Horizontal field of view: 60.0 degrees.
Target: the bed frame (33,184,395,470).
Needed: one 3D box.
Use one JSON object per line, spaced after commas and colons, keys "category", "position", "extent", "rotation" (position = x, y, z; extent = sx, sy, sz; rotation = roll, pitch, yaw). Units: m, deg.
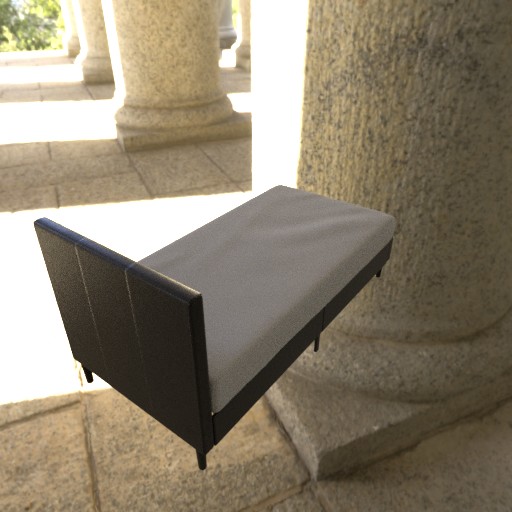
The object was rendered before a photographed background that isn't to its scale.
{"category": "bed frame", "position": [0.000, 0.000, 2.629], "extent": [1.038, 1.046, 2.152], "rotation": [22, 38, 31]}
